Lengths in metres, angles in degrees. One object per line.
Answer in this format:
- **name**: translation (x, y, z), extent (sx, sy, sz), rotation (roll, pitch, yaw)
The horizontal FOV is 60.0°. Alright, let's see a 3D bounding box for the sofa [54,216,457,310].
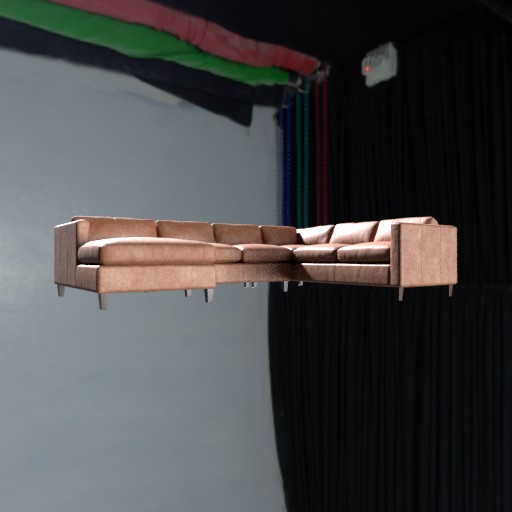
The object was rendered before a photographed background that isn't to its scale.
- **sofa**: translation (0.000, 0.000, 4.579), extent (3.401, 0.832, 2.430), rotation (0, 0, -36)
